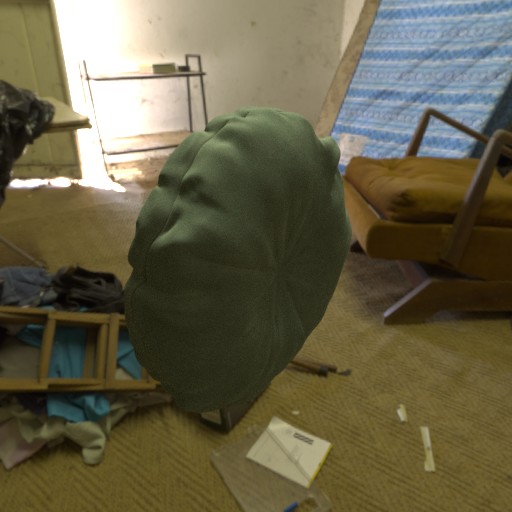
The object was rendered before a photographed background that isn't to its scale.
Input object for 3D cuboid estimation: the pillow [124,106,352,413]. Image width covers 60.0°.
[{"bbox_3d":[0.000,0.000,0.637,0.148,0.407,0.428,19,32,33],"label":"pillow"}]
